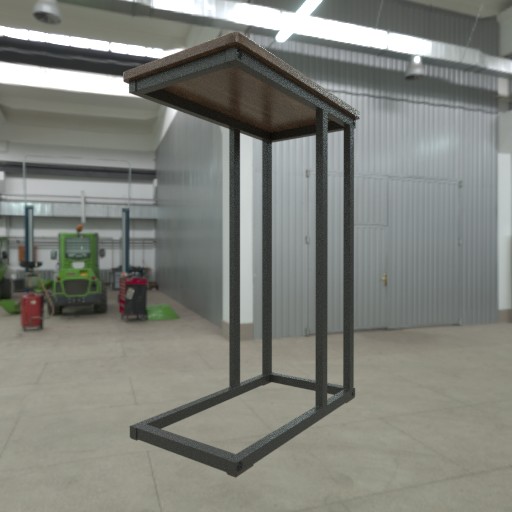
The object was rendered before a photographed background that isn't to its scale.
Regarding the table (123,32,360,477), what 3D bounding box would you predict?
[{"bbox_3d":[0.000,0.000,0.881,0.254,0.637,0.450,0,1,35],"label":"table"}]
